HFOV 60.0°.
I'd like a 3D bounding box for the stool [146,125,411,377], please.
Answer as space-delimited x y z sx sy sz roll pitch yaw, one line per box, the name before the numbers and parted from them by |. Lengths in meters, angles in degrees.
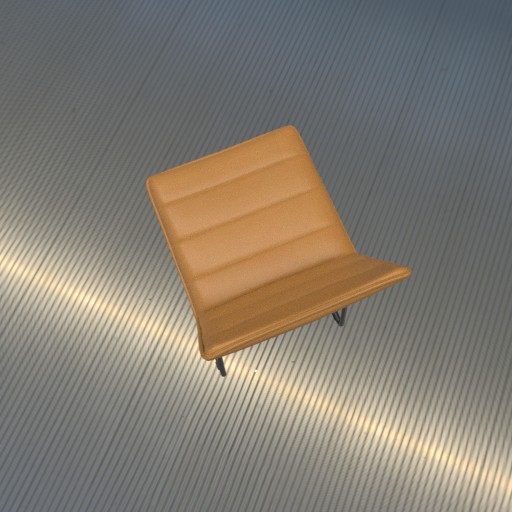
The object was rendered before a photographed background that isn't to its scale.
stool | 0.000 0.000 1.236 0.489 0.936 0.524 -22 77 -6
